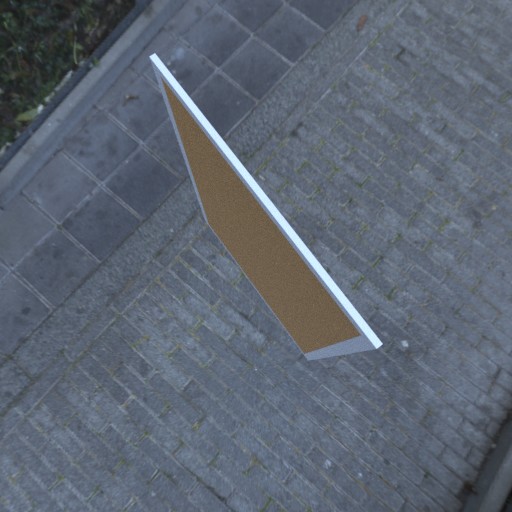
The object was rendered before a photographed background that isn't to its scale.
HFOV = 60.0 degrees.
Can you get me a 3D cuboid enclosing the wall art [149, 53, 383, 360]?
[{"bbox_3d":[0.000,0.000,1.215,0.013,0.940,0.659,-35,78,-8],"label":"wall art"}]
